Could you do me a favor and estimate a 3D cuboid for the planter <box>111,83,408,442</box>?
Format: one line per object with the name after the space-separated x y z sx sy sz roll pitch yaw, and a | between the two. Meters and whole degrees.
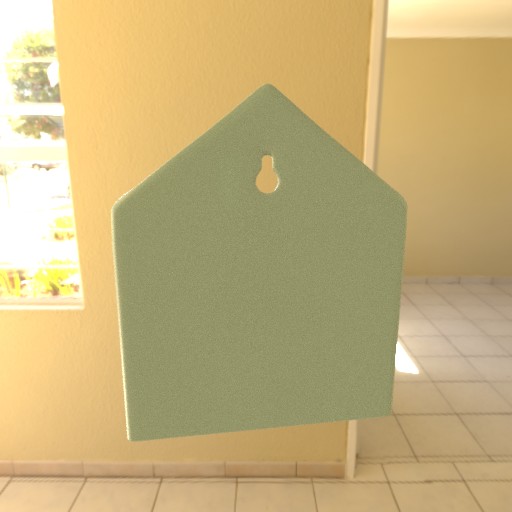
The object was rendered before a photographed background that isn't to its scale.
0.000 0.000 0.283 0.164 0.197 0.079 -2 14 -9 | planter
